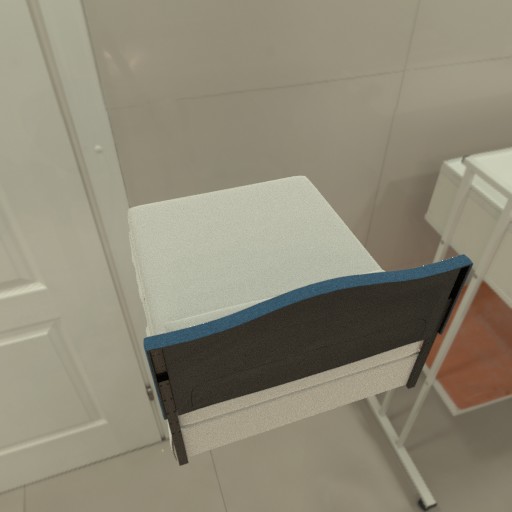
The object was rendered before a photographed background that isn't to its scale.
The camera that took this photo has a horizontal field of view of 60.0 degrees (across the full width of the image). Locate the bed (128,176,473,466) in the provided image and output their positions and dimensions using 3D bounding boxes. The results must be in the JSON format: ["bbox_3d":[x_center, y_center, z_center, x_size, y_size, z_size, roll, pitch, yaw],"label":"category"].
[{"bbox_3d":[0.000,0.000,2.936,1.610,1.169,1.872,-13,43,-14],"label":"bed"}]
